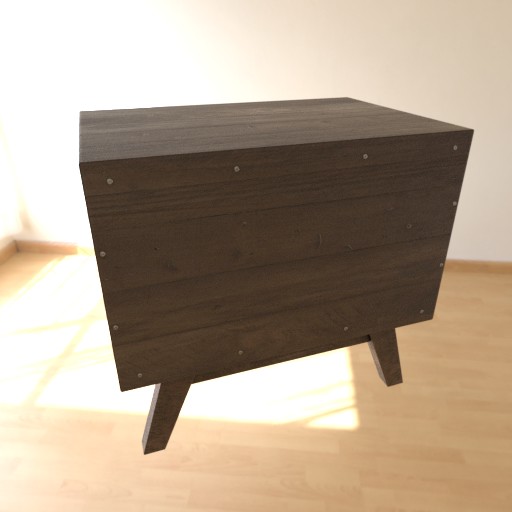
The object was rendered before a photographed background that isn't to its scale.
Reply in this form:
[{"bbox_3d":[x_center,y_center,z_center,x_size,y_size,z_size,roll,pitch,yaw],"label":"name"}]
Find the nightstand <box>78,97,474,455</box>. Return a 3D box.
[{"bbox_3d":[0.000,0.000,0.998,0.650,0.599,0.450,-9,28,-17],"label":"nightstand"}]
